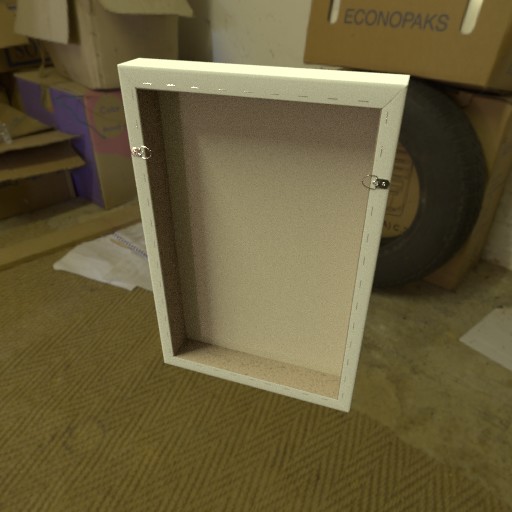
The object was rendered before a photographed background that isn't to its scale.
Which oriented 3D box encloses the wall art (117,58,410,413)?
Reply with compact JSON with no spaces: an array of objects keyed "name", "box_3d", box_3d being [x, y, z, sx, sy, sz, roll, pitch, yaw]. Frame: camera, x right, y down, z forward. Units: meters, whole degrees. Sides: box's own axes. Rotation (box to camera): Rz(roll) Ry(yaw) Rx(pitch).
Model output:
[{"name":"wall art","box_3d":[0.000,0.000,0.484,0.252,0.381,0.039,11,35,16]}]
